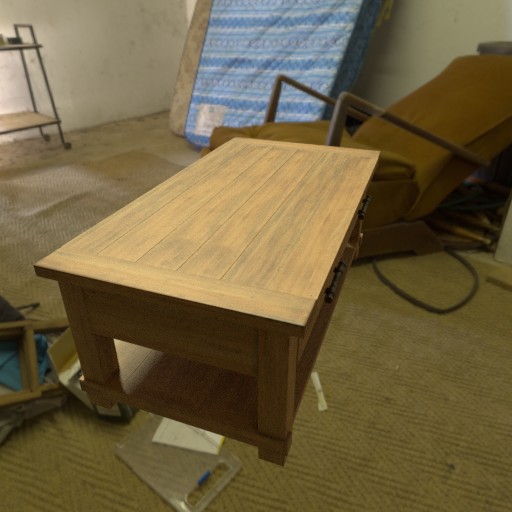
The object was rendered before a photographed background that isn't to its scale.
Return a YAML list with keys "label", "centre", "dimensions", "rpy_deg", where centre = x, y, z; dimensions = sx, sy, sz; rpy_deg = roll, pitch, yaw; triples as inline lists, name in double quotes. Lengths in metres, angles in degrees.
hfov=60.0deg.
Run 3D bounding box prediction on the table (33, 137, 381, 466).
- label: "table"
  centre: [0.000, 0.000, 1.607]
  dimensions: [0.693, 0.494, 1.270]
  rpy_deg: [10, 31, 18]
